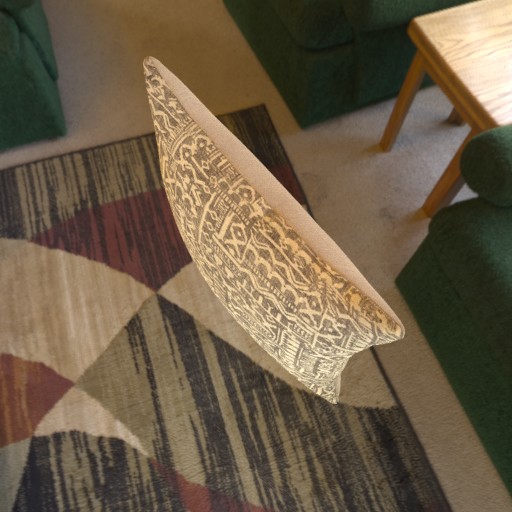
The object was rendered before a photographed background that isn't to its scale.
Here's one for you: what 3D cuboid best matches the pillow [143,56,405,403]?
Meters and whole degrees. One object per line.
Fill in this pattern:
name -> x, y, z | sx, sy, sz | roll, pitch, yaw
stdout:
pillow -> 0.000, 0.000, 0.782 | 0.180, 0.487, 0.546 | -34, 69, -15
